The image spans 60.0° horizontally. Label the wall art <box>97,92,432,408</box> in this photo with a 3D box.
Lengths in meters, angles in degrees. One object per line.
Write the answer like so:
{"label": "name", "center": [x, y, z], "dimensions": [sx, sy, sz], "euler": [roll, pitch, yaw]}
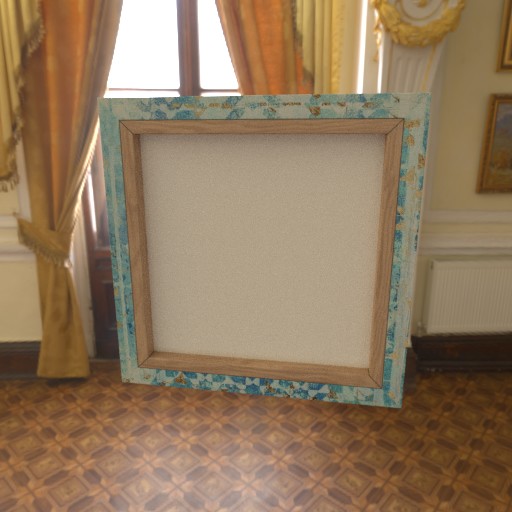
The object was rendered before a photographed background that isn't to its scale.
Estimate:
{"label": "wall art", "center": [0.000, 0.000, 0.894], "dimensions": [0.609, 0.609, 0.040], "euler": [3, 15, 9]}
